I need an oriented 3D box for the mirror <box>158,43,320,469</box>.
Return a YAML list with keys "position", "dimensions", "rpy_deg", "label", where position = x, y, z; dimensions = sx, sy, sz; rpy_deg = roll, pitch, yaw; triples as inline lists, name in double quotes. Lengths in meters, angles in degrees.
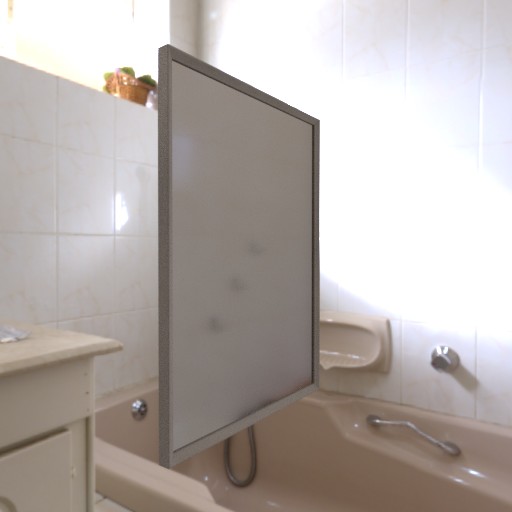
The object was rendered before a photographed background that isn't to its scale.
- position: [0.000, 0.000, 1.376]
  dimensions: [0.041, 1.016, 0.762]
  rpy_deg: [1, 1, 36]
  label: "mirror"
